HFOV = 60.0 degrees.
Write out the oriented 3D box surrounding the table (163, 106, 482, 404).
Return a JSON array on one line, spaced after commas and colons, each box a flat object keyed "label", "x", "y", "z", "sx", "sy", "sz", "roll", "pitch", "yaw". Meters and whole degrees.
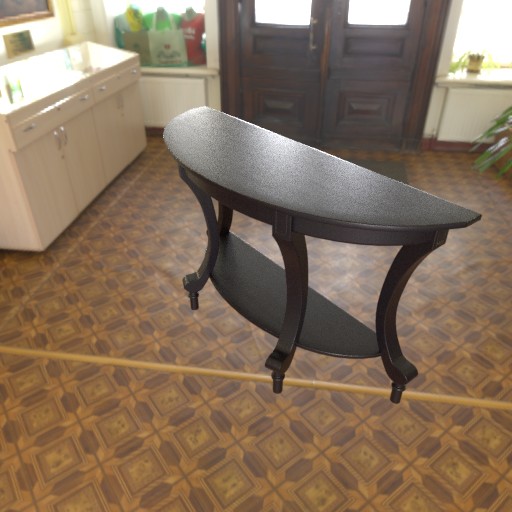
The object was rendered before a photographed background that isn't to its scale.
[{"label": "table", "x": 0.000, "y": 0.000, "z": 1.506, "sx": 0.394, "sy": 0.692, "sz": 1.198, "roll": -23, "pitch": 39, "yaw": -31}]
